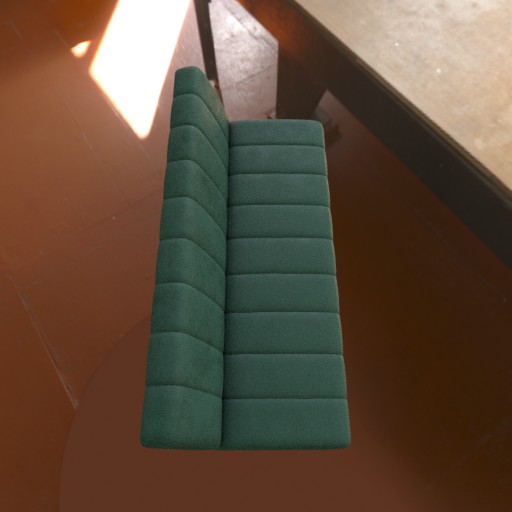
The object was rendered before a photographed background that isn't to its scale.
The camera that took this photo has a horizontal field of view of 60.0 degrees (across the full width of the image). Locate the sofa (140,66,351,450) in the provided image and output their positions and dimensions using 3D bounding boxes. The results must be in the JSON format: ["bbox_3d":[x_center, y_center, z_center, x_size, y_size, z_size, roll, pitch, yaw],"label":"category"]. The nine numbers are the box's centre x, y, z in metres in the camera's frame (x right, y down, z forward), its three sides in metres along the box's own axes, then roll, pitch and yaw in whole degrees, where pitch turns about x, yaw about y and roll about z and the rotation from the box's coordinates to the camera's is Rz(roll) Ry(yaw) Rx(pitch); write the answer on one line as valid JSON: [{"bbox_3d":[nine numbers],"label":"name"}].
[{"bbox_3d":[0.000,0.000,2.261,0.830,0.820,1.810,0,65,0],"label":"sofa"}]
